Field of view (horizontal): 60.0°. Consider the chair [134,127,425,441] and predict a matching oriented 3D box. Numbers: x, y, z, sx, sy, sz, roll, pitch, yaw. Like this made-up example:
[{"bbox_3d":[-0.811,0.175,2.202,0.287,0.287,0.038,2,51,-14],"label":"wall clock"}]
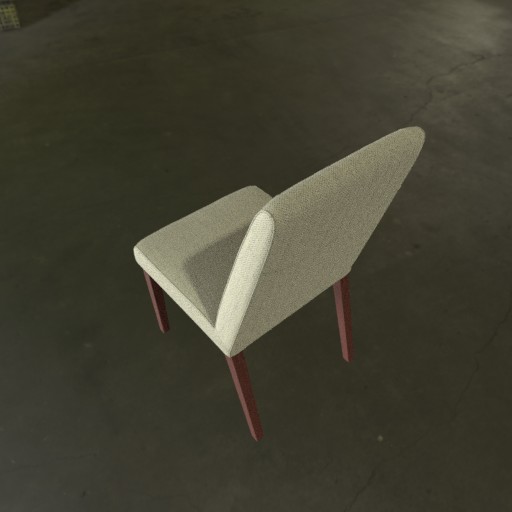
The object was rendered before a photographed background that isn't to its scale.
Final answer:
[{"bbox_3d":[0.000,0.000,1.254,0.480,0.900,0.594,-31,53,-28],"label":"chair"}]
